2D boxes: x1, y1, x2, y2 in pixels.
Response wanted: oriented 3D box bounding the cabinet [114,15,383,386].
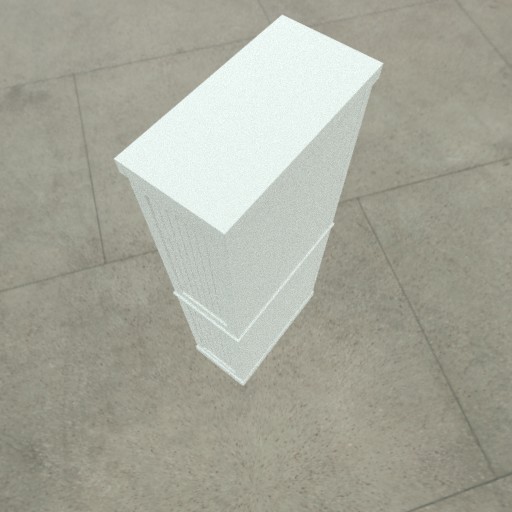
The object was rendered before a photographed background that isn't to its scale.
[{"bbox_3d":[0.000,0.000,2.064,0.390,1.829,0.754,34,68,16],"label":"cabinet"}]
